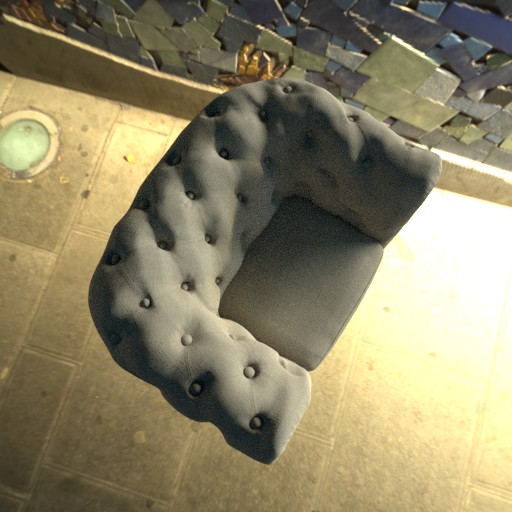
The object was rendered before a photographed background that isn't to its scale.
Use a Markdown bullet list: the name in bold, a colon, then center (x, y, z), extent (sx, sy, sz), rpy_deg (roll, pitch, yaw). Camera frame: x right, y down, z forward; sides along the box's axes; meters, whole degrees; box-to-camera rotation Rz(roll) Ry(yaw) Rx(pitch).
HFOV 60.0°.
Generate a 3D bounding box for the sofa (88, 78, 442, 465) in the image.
- **sofa**: center (0.000, 0.000, 2.050), extent (1.034, 0.878, 1.405), rpy_deg (31, 78, 7)
